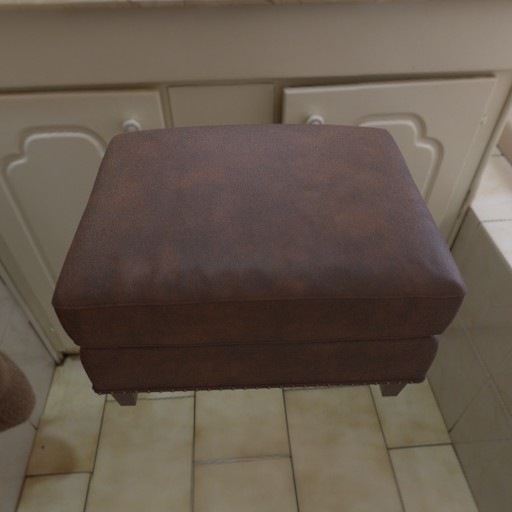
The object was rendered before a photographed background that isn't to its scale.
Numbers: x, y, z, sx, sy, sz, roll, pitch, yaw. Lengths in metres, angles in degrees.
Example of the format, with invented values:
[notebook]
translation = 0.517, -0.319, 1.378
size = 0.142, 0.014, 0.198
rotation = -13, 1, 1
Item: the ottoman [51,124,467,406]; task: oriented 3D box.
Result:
[ottoman]
translation = 0.000, 0.000, 1.085
size = 0.742, 0.486, 0.586
rotation = -2, 45, -2
